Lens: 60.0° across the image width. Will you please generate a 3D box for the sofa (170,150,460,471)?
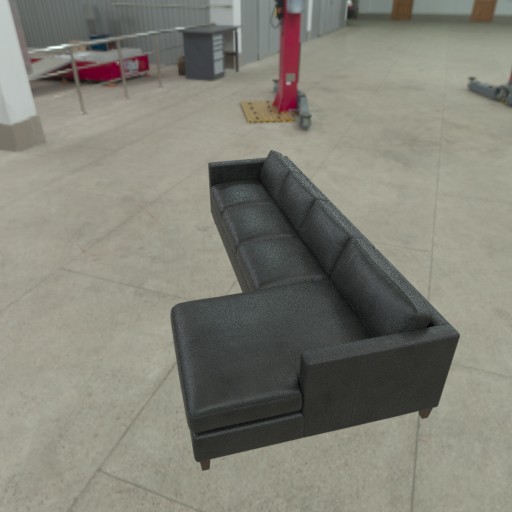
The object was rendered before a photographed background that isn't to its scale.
[{"bbox_3d":[0.000,0.000,3.812,1.581,0.883,3.203,-8,32,-12],"label":"sofa"}]
